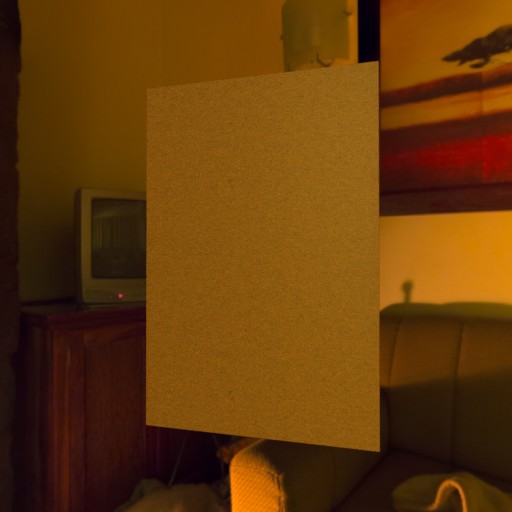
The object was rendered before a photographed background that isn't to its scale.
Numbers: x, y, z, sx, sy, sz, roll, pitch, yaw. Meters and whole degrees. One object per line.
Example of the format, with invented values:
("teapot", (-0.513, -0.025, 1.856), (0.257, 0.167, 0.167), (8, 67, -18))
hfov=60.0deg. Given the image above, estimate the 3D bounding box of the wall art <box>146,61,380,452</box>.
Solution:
("wall art", (0.000, 0.000, 1.138), (0.610, 0.914, 0.037), (0, -1, 16))
